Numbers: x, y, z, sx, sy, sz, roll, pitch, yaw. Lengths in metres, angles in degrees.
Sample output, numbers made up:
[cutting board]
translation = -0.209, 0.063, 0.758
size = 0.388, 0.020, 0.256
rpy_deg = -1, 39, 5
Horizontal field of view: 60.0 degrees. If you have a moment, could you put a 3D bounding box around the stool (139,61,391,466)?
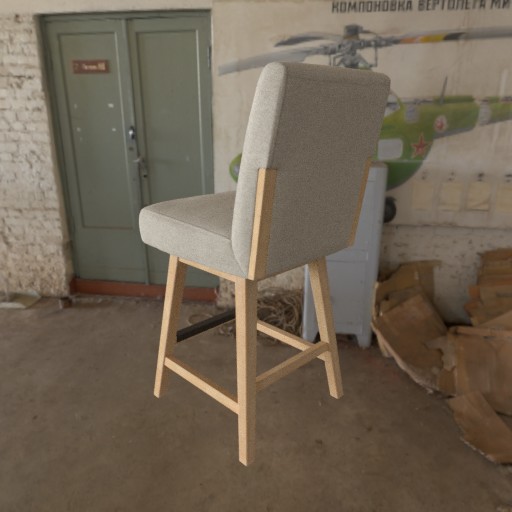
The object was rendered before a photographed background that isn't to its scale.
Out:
[stool]
translation = 0.000, 0.000, 1.416
size = 0.507, 1.085, 0.606
rpy_deg = -17, 24, -42
